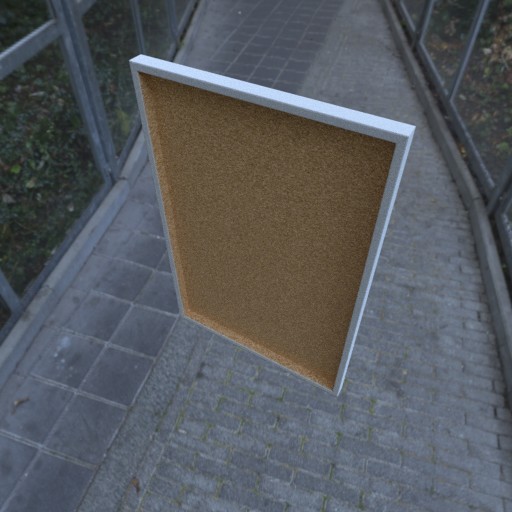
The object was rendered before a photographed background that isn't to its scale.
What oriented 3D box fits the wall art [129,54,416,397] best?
[{"bbox_3d":[0.000,0.000,1.180,0.610,0.914,0.038,23,50,21],"label":"wall art"}]
